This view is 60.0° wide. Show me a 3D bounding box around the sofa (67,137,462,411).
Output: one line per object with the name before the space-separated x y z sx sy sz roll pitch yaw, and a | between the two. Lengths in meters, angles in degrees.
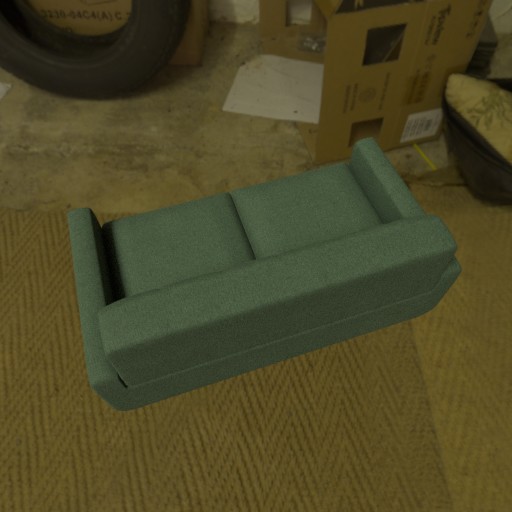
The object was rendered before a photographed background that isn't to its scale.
sofa | 0.000 0.000 2.159 1.631 0.841 0.909 -16 59 -10
